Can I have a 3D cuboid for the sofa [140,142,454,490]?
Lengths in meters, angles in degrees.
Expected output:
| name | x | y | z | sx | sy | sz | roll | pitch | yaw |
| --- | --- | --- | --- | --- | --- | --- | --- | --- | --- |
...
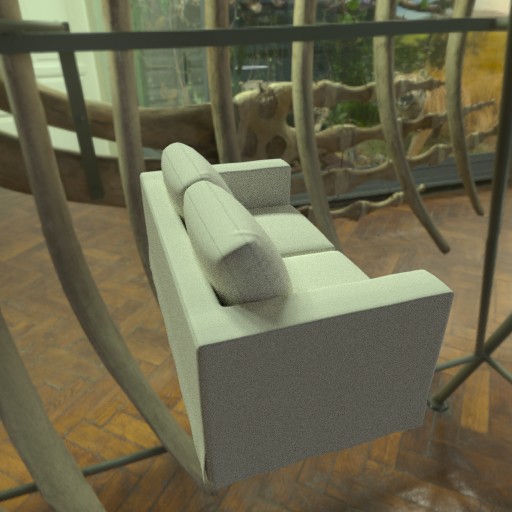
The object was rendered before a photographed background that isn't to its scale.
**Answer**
| name | x | y | z | sx | sy | sz | roll | pitch | yaw |
| --- | --- | --- | --- | --- | --- | --- | --- | --- | --- |
| sofa | 0.000 | 0.000 | 2.357 | 1.009 | 0.932 | 1.813 | -9 | 30 | -16 |
